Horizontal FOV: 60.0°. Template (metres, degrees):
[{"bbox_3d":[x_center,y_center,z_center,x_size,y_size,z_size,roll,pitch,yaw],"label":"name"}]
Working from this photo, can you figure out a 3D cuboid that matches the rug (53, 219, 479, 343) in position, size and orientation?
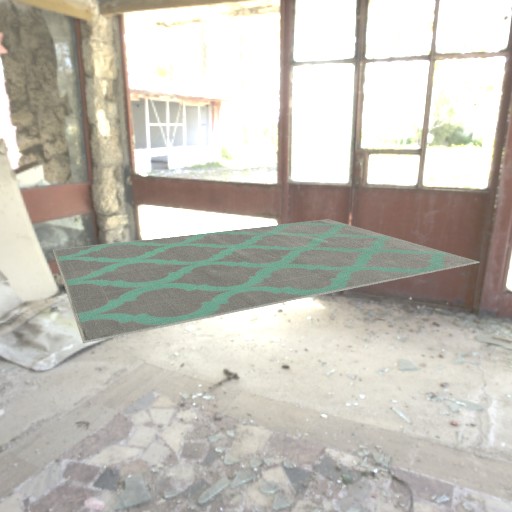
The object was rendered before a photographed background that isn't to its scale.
[{"bbox_3d":[0.000,0.000,2.843,2.286,0.006,1.524,-8,18,-27],"label":"rug"}]
